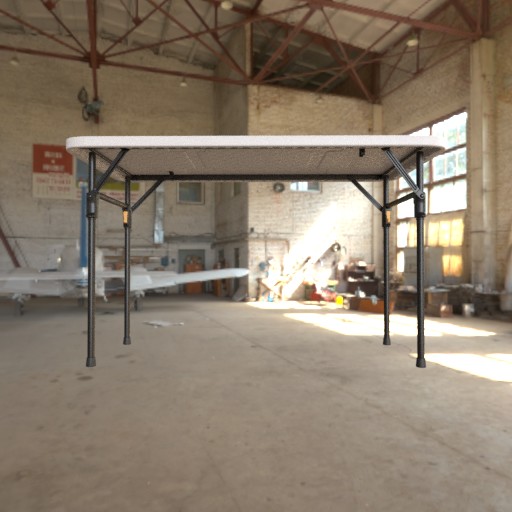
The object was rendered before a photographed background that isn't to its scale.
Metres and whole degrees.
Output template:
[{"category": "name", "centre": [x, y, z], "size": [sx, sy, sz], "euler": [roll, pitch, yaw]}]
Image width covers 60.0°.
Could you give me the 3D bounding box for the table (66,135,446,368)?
[{"category": "table", "centre": [0.000, 0.000, 1.652], "size": [1.219, 0.729, 0.610], "euler": [0, -1, 1]}]
